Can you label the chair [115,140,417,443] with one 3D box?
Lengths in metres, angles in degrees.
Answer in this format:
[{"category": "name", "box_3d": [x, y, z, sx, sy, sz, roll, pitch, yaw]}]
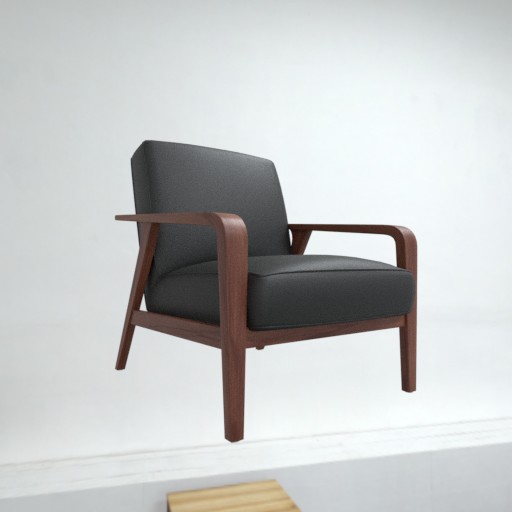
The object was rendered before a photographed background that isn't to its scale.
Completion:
[{"category": "chair", "box_3d": [0.000, 0.000, 1.523, 0.719, 0.861, 0.889, 0, -1, -35]}]
